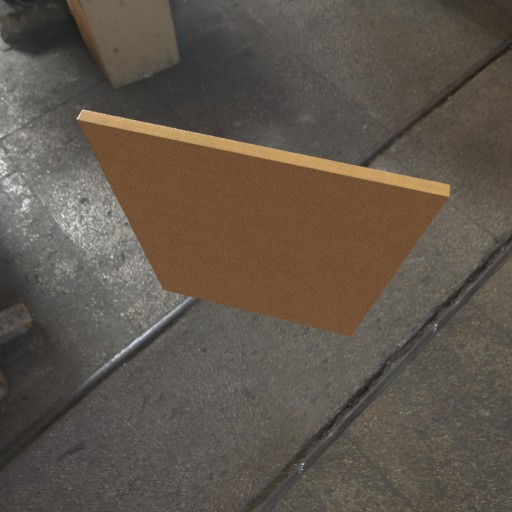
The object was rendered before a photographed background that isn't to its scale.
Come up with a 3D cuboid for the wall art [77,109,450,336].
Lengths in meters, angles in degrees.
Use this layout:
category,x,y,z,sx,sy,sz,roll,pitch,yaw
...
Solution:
category,x,y,z,sx,sy,sz,roll,pitch,yaw
wall art,0.000,0.000,1.377,0.798,1.002,0.030,13,65,6
